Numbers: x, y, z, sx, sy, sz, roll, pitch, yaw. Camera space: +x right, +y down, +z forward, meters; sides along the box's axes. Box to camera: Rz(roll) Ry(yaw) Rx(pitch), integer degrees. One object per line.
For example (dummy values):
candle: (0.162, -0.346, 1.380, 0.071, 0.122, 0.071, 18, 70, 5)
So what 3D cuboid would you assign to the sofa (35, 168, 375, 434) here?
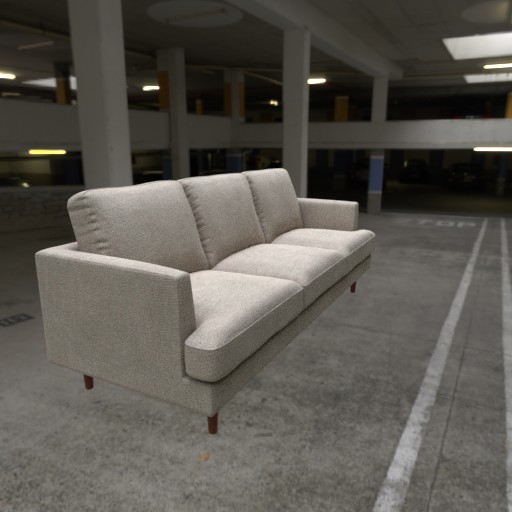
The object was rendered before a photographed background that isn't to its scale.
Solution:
sofa: (0.000, 0.000, 2.623, 0.903, 0.930, 2.246, 8, 16, 27)
